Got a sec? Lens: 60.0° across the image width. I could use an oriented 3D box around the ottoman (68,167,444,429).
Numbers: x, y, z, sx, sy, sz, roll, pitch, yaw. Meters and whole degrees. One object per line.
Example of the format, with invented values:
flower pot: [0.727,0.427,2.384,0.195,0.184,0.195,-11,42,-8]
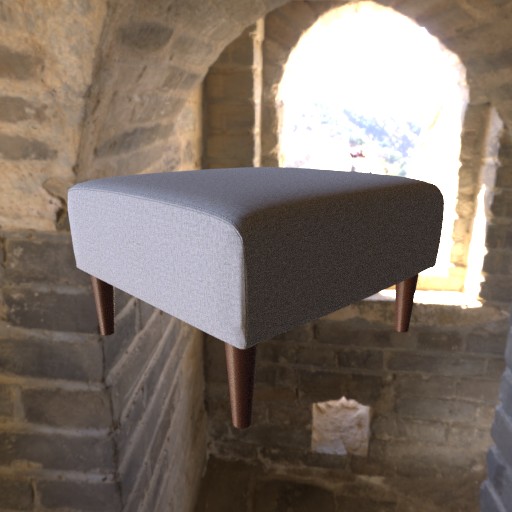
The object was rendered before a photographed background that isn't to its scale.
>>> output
ottoman: [0.000,0.000,1.077,0.655,0.399,0.648,-14,21,-42]
